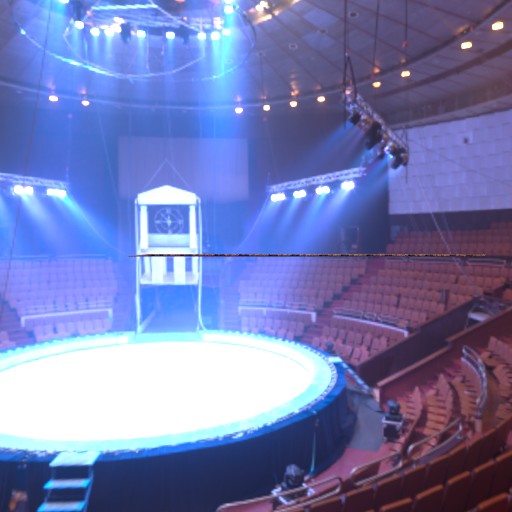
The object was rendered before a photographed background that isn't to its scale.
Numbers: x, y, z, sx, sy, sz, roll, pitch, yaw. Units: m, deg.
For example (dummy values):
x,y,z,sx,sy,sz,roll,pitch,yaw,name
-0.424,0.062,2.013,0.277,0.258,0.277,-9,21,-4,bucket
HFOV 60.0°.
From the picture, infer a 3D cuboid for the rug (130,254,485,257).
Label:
x,y,z,sx,sy,sz,roll,pitch,yaw,name
0.000,0.000,2.323,1.247,0.008,1.802,0,0,-18,rug
